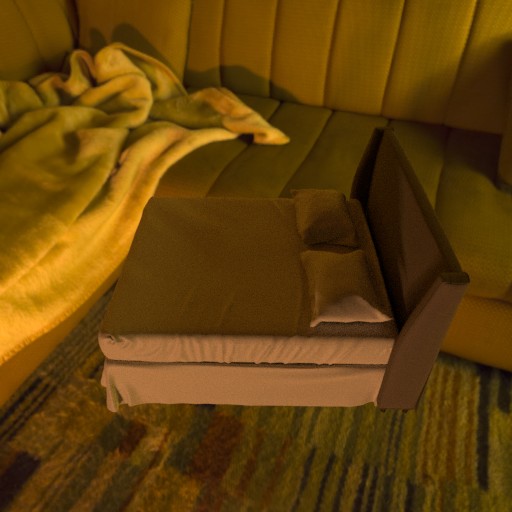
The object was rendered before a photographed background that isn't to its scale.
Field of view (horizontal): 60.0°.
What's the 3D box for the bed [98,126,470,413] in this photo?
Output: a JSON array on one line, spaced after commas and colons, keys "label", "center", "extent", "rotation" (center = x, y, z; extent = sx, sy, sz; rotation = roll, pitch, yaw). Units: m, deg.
[{"label": "bed", "center": [0.000, 0.000, 3.427], "extent": [2.276, 1.332, 1.925], "rotation": [1, 40, 1]}]
